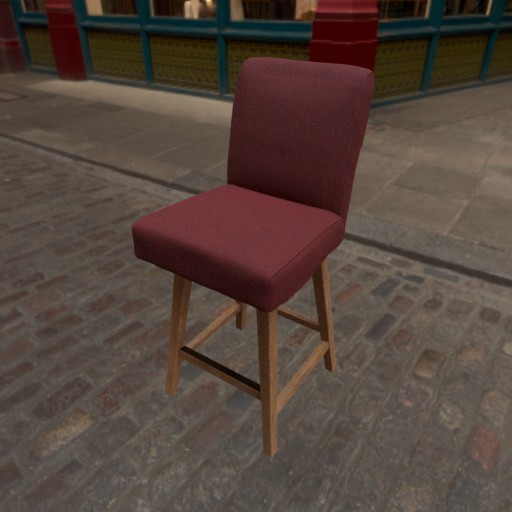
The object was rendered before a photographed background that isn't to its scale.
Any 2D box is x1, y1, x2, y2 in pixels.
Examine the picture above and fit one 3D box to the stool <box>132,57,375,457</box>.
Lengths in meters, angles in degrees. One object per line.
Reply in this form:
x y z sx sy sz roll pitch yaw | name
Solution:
0.000 0.000 1.346 0.468 1.038 0.562 20 37 29 | stool
